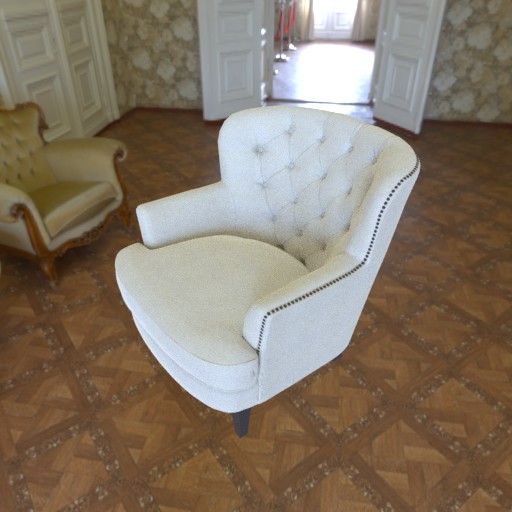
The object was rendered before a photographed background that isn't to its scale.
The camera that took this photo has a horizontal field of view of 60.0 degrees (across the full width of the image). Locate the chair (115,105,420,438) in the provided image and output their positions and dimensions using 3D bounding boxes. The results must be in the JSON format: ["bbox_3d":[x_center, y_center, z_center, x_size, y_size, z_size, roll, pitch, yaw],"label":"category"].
[{"bbox_3d":[0.000,0.000,1.608,0.906,0.868,0.848,-22,39,-31],"label":"chair"}]
